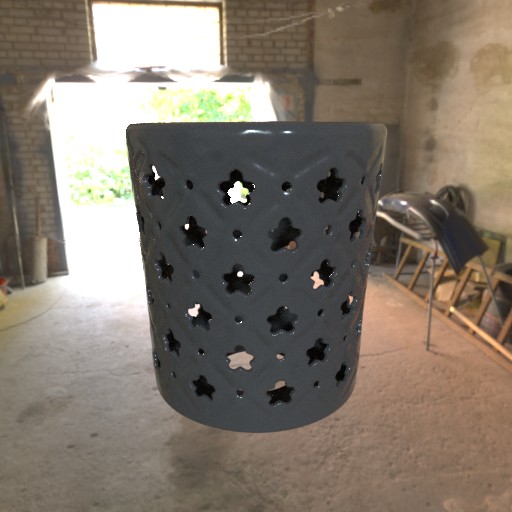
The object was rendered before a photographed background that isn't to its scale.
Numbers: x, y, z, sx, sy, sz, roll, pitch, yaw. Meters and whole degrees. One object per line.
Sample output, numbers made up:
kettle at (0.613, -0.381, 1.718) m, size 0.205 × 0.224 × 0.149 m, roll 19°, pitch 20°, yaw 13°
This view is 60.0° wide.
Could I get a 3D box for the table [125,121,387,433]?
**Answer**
table at (0.000, 0.000, 0.664) m, size 0.352 × 0.387 × 0.352 m, roll 0°, pitch 16°, yaw 0°
